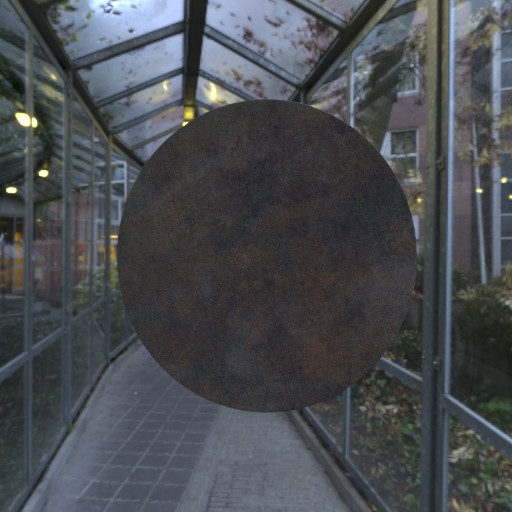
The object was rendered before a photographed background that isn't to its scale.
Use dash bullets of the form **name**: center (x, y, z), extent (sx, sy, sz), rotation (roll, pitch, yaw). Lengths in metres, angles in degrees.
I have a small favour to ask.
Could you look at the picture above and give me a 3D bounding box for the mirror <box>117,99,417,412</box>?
- **mirror**: center (0.000, 0.000, 0.860), extent (0.585, 0.585, 0.061), rotation (0, 0, 17)
